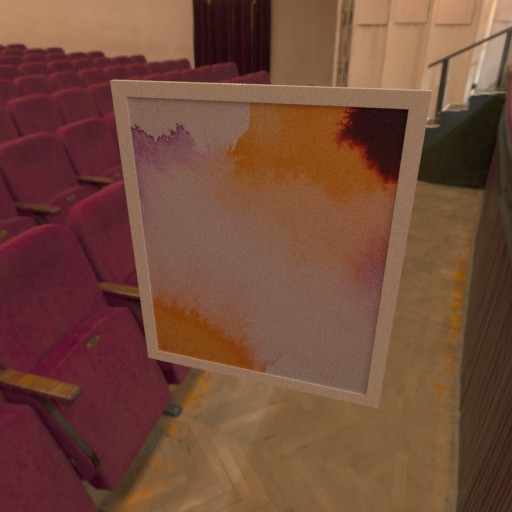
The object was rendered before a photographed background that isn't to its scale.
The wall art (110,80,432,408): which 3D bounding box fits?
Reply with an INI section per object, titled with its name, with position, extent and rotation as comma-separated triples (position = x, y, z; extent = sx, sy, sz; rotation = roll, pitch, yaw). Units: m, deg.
[wall art]
position = 0.000, 0.000, 0.769
extent = 0.482, 0.557, 0.012
rotation = 8, 28, 16
